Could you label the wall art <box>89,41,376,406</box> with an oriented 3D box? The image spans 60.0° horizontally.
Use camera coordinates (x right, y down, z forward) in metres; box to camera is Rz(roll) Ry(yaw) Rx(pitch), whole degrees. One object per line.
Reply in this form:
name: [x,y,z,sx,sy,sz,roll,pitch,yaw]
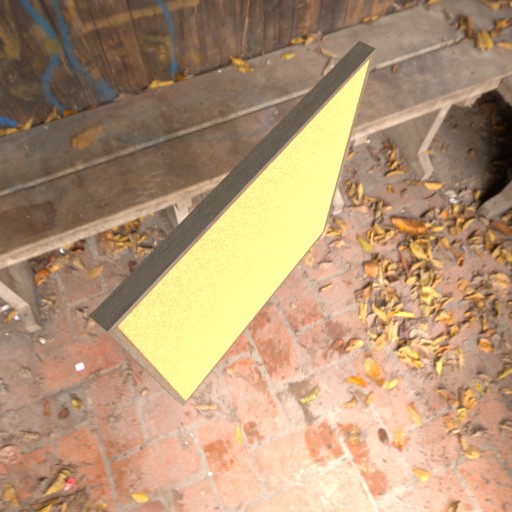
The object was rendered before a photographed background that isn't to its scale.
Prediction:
wall art: [0.000,0.000,1.123,0.039,0.758,0.758,35,68,16]
